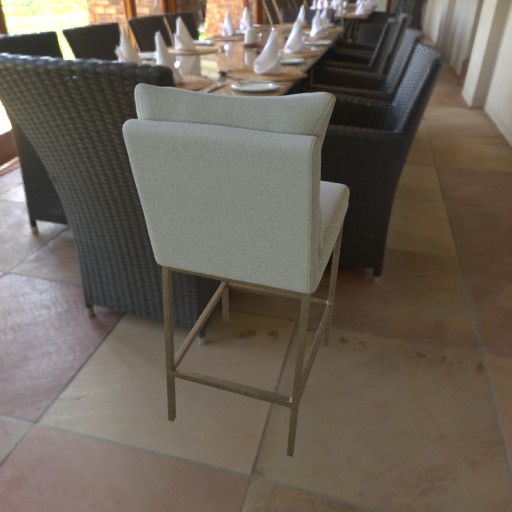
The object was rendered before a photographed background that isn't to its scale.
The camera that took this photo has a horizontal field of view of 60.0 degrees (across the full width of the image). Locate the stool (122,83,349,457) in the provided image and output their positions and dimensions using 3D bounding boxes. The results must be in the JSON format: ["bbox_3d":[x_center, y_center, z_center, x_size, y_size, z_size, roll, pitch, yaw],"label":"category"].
[{"bbox_3d":[0.000,0.000,1.340,0.463,1.032,0.572,9,32,15],"label":"stool"}]
